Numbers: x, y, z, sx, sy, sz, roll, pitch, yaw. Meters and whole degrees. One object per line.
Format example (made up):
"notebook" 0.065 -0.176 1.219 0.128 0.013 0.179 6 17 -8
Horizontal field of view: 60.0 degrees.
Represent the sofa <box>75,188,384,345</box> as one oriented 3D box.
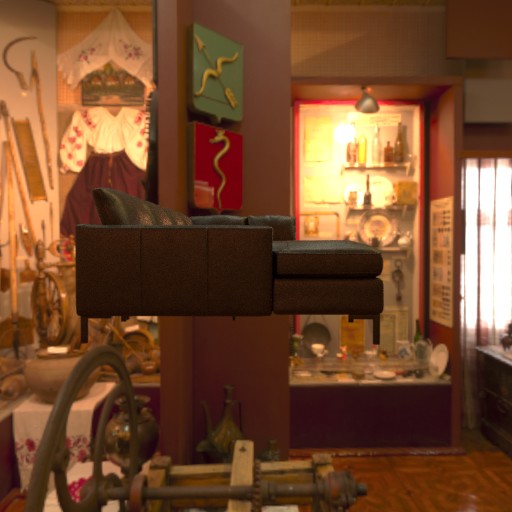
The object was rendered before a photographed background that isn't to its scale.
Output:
"sofa" 0.000 0.000 3.869 1.939 0.900 2.956 0 2 1
